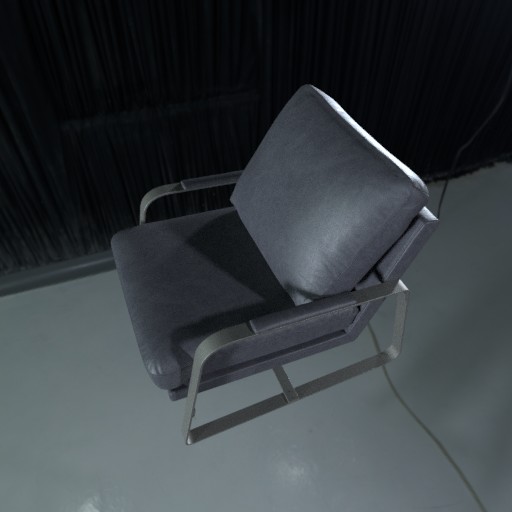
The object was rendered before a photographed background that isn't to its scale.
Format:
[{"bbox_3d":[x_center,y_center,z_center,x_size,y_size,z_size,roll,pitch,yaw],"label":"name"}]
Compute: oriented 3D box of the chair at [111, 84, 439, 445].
[{"bbox_3d":[0.000,0.000,1.478,0.878,0.839,0.692,-17,49,-15],"label":"chair"}]
